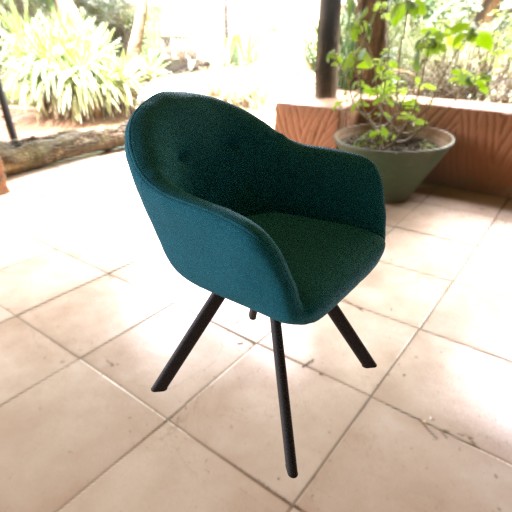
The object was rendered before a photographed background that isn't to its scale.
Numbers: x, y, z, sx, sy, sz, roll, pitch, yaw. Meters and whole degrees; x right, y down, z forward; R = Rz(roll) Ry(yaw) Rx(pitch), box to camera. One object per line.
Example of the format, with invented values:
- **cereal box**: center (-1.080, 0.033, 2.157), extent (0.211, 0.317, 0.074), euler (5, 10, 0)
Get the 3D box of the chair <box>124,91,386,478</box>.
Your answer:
- **chair**: center (0.000, 0.000, 1.150), extent (0.565, 0.775, 0.545), euler (18, 32, 32)
